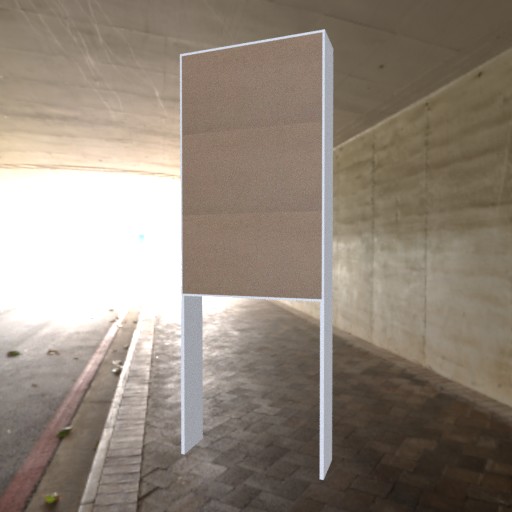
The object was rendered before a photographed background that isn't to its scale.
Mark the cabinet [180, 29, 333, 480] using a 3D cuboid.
[{"bbox_3d":[0.000,0.000,1.942,0.643,1.770,0.192,0,1,20],"label":"cabinet"}]
